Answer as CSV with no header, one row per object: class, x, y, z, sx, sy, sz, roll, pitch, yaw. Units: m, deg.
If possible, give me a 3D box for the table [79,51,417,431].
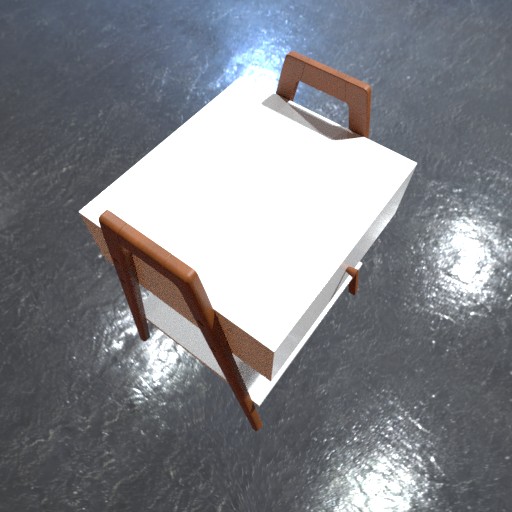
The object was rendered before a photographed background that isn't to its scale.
table,0.000,0.000,0.907,0.405,0.610,0.457,33,64,18
